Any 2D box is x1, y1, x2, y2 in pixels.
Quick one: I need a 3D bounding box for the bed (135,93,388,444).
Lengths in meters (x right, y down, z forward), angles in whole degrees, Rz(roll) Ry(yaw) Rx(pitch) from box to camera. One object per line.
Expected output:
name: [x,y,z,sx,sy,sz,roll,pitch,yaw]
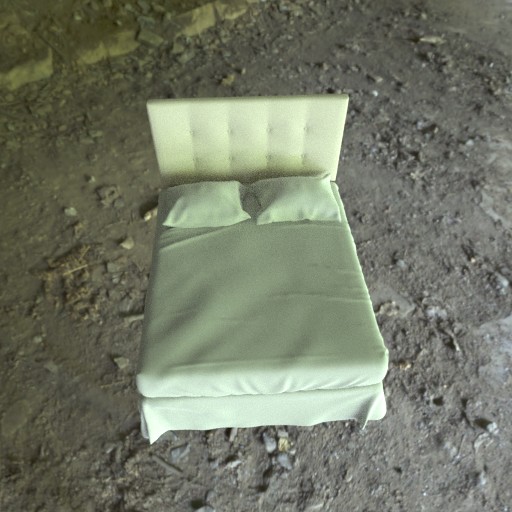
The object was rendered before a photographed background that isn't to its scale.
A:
bed: [0.000,0.000,3.452,1.936,1.577,2.222,-3,48,-2]
